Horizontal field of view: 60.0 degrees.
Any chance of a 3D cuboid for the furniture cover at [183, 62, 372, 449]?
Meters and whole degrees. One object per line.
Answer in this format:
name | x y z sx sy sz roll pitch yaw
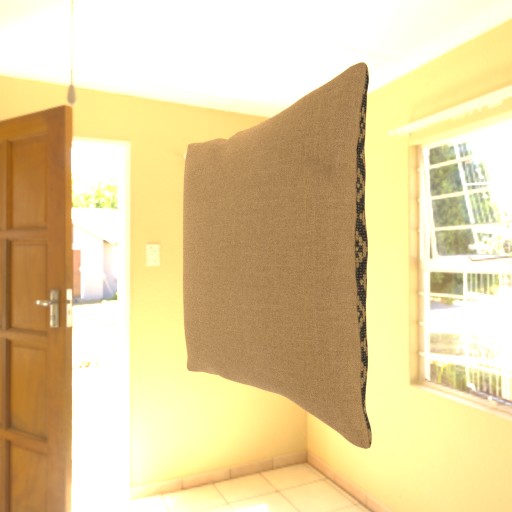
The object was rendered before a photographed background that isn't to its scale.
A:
furniture cover | 0.000 0.000 0.665 0.139 0.431 0.431 0 -1 -35
